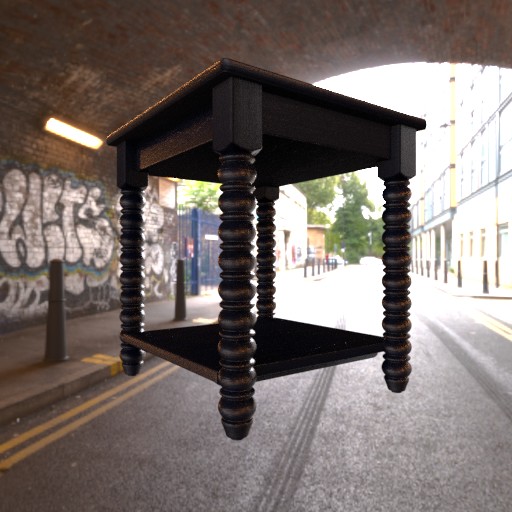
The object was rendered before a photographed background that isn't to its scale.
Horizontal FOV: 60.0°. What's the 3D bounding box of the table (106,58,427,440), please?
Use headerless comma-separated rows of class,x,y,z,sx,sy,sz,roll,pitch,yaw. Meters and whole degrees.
table,0.000,0.000,0.989,0.500,0.567,0.533,0,0,-36
